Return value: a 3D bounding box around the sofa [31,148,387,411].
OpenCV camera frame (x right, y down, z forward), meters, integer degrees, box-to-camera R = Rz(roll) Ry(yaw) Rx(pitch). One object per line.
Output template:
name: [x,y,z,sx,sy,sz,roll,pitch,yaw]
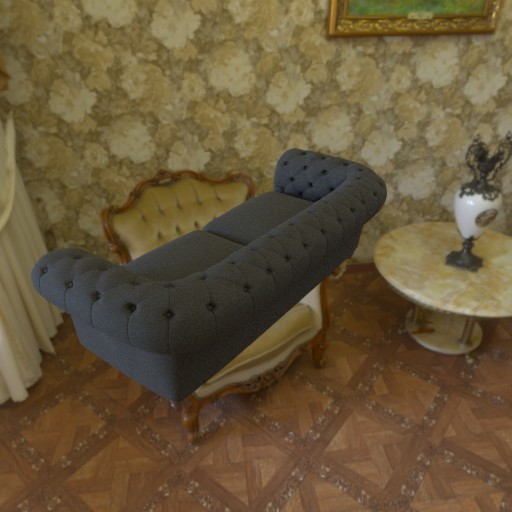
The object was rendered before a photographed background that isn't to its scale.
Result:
sofa: [0.000,0.000,2.800,0.991,0.762,2.362,21,36,31]
